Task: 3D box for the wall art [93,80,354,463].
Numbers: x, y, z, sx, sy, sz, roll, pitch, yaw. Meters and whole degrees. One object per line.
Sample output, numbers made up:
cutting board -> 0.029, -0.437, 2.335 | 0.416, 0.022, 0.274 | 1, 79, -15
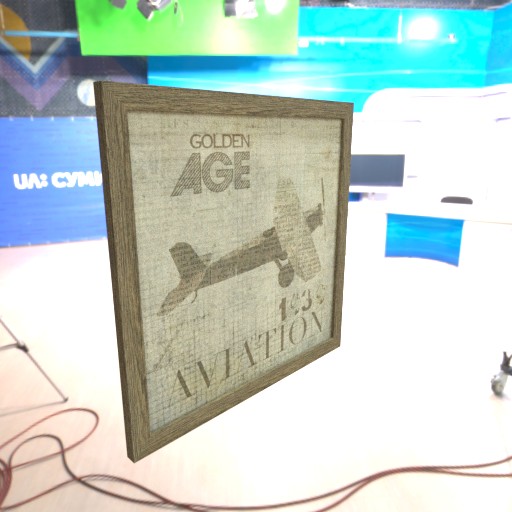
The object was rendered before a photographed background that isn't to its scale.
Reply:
wall art -> 0.000, 0.000, 0.741 | 0.019, 0.508, 0.508 | 15, 21, 43
